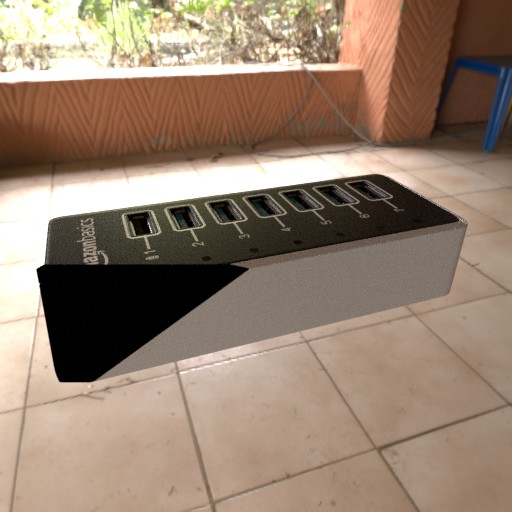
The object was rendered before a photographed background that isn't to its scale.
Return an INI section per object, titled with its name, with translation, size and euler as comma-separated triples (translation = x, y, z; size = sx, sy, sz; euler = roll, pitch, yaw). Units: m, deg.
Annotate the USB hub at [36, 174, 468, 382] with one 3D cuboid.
[USB hub]
translation = 0.000, 0.000, 0.126
size = 0.110, 0.023, 0.044
euler = -10, 32, -17
